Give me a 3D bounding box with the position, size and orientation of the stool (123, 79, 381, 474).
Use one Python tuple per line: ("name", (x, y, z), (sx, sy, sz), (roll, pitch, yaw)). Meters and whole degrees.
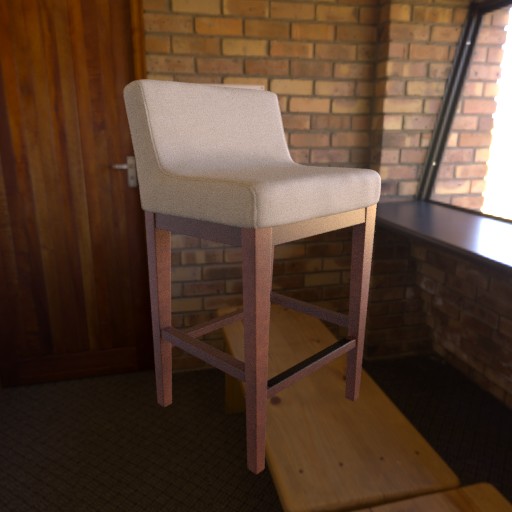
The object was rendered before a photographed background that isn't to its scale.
("stool", (0.000, 0.000, 1.260), (0.500, 0.937, 0.511), (15, 21, 43))
